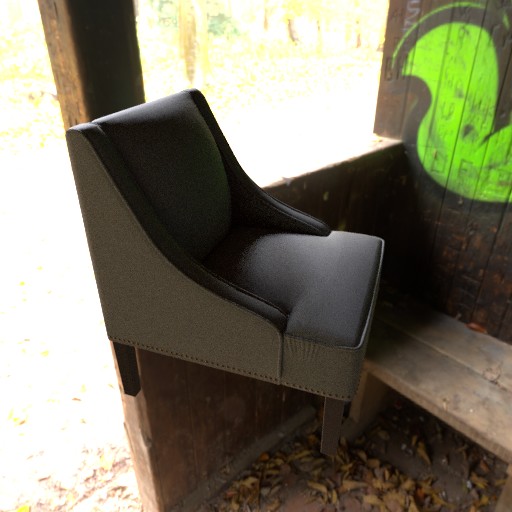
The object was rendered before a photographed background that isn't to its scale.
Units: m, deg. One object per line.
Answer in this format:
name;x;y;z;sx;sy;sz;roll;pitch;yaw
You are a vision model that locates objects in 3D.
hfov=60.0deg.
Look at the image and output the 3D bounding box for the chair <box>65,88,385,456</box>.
chair;0.000;0.000;1.376;0.747;0.867;0.631;10;31;17
